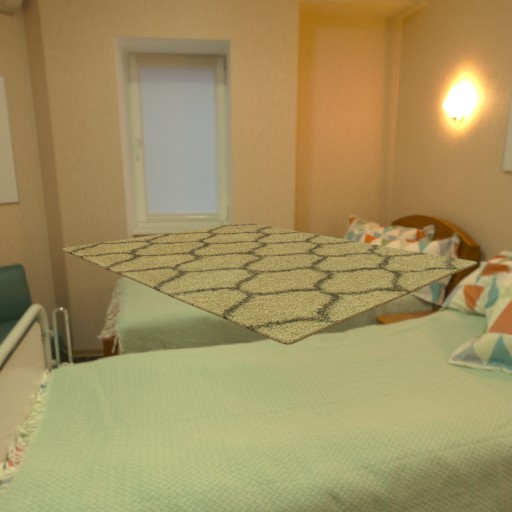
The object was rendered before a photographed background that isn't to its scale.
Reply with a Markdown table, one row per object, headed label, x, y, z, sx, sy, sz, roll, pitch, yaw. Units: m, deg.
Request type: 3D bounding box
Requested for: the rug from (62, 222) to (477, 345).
| label | x | y | z | sx | sy | sz | roll | pitch | yaw |
| --- | --- | --- | --- | --- | --- | --- | --- | --- | --- |
| rug | 0.000 | 0.000 | 4.044 | 2.399 | 0.026 | 3.000 | -12 | 18 | -42 |
